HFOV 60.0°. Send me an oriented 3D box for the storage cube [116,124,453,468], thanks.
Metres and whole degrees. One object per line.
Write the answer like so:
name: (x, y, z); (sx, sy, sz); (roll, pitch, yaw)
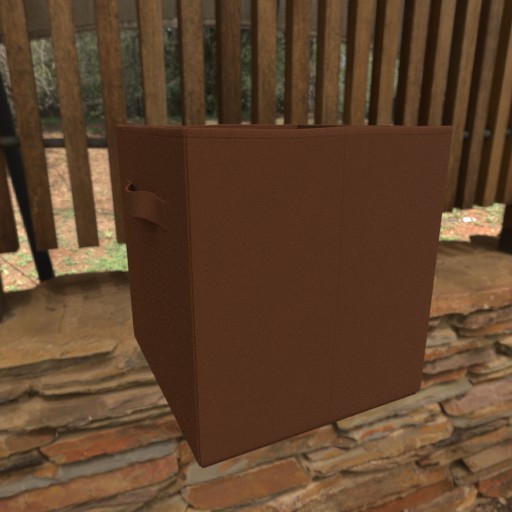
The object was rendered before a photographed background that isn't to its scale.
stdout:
storage cube: (0.000, 0.000, 0.495); (0.270, 0.280, 0.270); (-8, 19, -25)
